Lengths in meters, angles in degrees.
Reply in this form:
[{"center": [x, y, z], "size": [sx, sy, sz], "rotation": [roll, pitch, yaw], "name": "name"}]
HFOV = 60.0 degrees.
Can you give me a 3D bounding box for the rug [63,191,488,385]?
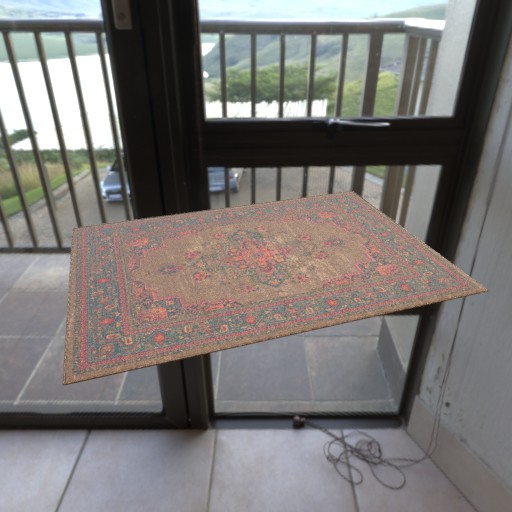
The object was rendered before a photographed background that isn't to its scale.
[{"center": [0.000, 0.000, 3.635], "size": [2.890, 0.013, 2.005], "rotation": [-9, 32, -16], "name": "rug"}]
